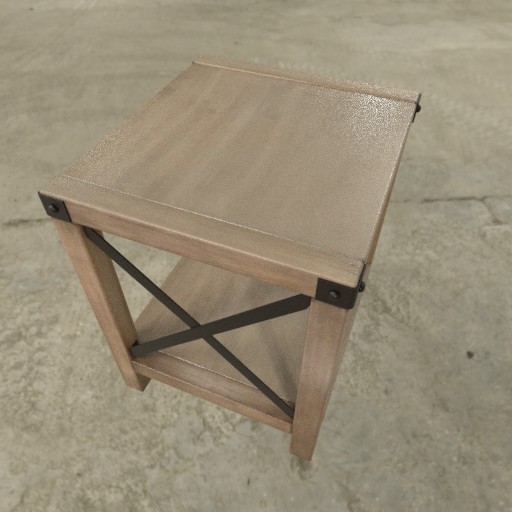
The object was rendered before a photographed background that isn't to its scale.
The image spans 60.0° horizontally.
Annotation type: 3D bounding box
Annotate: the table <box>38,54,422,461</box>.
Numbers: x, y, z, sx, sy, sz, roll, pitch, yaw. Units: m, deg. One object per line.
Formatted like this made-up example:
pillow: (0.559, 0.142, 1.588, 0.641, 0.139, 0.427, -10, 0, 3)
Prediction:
table: (0.000, 0.000, 0.905, 0.459, 0.561, 0.510, 17, 49, 15)
